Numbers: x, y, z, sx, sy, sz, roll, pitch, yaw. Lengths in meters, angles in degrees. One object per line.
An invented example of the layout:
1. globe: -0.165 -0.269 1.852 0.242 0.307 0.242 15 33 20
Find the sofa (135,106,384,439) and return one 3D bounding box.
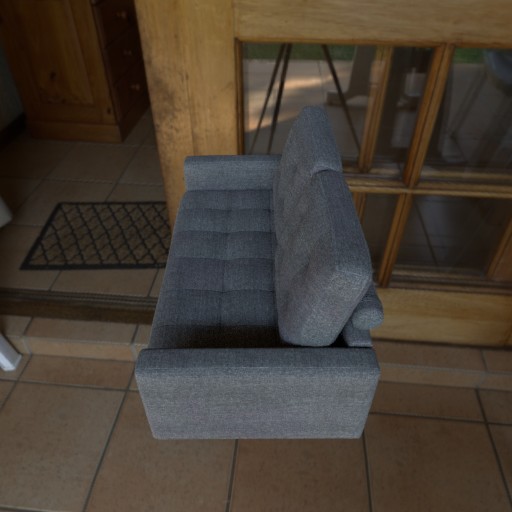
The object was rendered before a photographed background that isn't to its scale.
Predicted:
1. sofa: 0.000 0.000 1.985 0.842 0.907 1.407 0 41 0
